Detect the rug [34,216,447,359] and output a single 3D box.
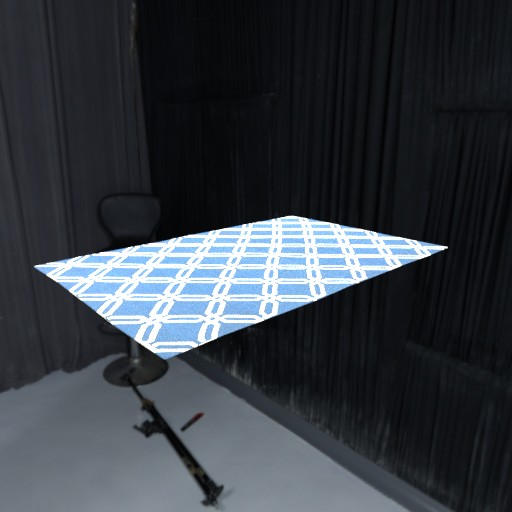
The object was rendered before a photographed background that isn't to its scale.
[{"bbox_3d":[0.000,0.000,2.210,1.755,0.010,1.153,-15,22,-40],"label":"rug"}]
